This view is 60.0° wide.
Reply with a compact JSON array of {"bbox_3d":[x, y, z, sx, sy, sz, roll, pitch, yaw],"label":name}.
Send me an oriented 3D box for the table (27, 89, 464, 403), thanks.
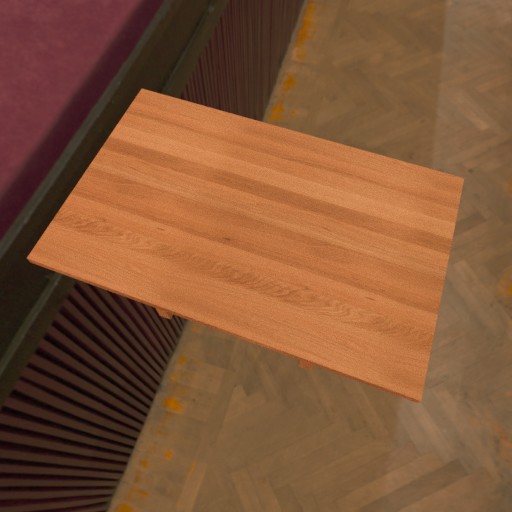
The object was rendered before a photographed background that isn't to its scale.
[{"bbox_3d":[0.000,0.000,1.520,1.100,0.510,0.700,18,64,9],"label":"table"}]
